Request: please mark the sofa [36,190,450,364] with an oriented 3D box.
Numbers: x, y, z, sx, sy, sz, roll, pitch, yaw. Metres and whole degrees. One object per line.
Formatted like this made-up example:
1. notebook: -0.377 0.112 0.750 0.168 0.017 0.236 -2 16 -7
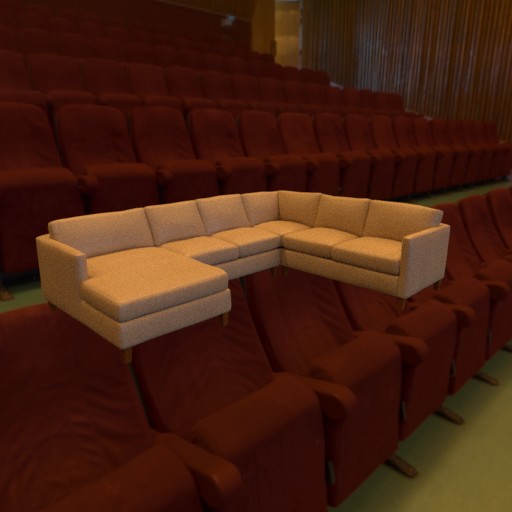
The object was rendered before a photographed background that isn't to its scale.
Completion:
1. sofa: 0.000 0.000 4.575 3.460 0.961 2.594 -15 21 -43
